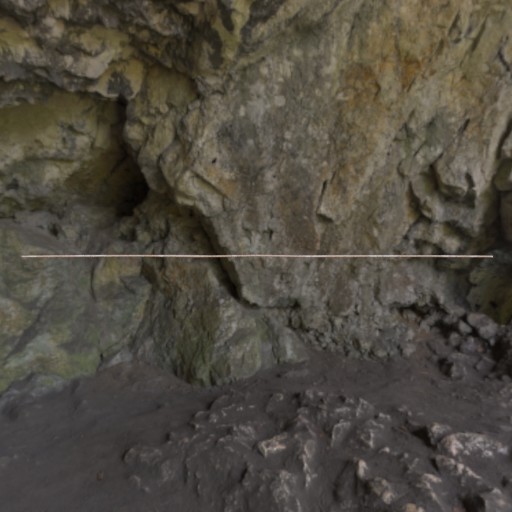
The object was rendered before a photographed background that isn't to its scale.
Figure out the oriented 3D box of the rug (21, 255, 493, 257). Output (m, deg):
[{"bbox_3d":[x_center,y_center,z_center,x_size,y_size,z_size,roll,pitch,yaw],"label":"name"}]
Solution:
[{"bbox_3d":[0.000,0.000,4.338,3.365,0.020,2.452,0,0,-1],"label":"rug"}]
